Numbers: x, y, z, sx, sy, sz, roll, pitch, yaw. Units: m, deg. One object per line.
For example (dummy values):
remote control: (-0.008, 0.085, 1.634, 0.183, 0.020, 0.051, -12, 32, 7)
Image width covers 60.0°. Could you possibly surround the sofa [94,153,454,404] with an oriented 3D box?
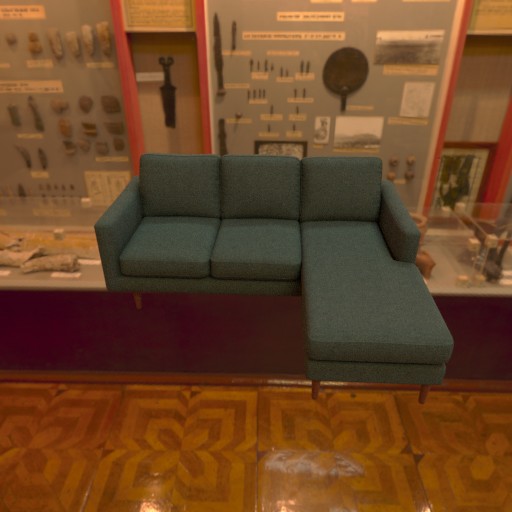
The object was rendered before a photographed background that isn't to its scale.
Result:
sofa: (0.000, 0.000, 2.913, 2.055, 0.957, 1.667, 2, 30, 3)
